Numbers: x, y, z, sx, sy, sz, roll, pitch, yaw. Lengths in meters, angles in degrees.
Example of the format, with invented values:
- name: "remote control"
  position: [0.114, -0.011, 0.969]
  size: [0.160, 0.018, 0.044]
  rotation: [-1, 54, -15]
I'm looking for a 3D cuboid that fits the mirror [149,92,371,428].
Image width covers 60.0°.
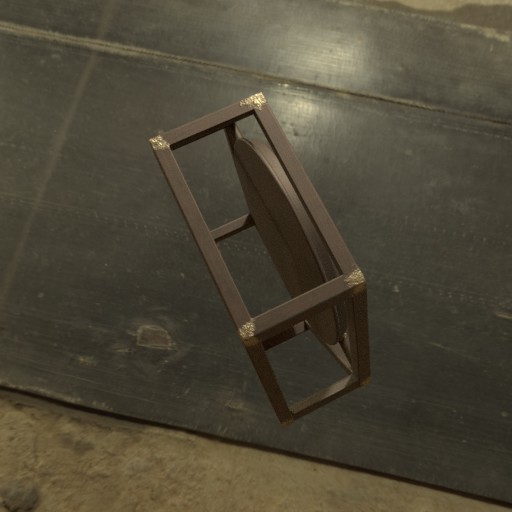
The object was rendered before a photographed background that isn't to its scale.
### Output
- name: "mirror"
  position: [0.000, 0.000, 0.540]
  size: [0.119, 0.334, 0.380]
  rotation: [-25, 77, -6]
